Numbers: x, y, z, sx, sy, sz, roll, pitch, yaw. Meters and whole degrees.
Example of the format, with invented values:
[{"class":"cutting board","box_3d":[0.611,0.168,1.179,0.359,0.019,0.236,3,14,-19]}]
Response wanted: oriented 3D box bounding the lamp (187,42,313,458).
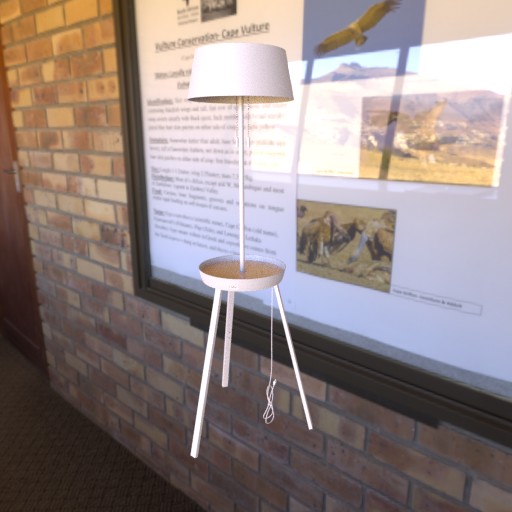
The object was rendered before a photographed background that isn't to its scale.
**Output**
[{"class":"lamp","box_3d":[0.000,0.000,1.657,0.468,1.429,0.508,2,15,9]}]
